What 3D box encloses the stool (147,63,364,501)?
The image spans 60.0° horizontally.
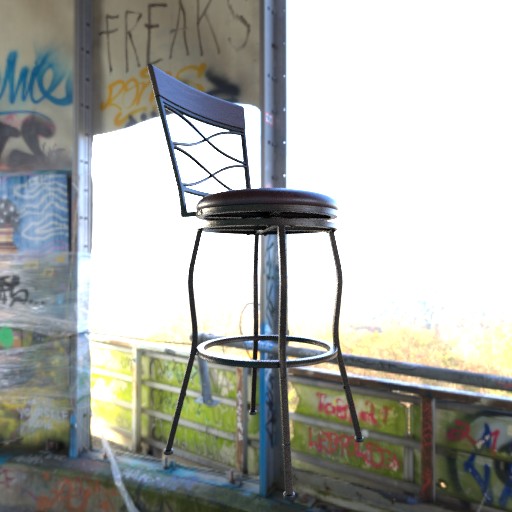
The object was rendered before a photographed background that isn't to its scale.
[{"bbox_3d":[0.000,0.000,1.342,0.513,1.130,0.448,-1,-1,36],"label":"stool"}]
